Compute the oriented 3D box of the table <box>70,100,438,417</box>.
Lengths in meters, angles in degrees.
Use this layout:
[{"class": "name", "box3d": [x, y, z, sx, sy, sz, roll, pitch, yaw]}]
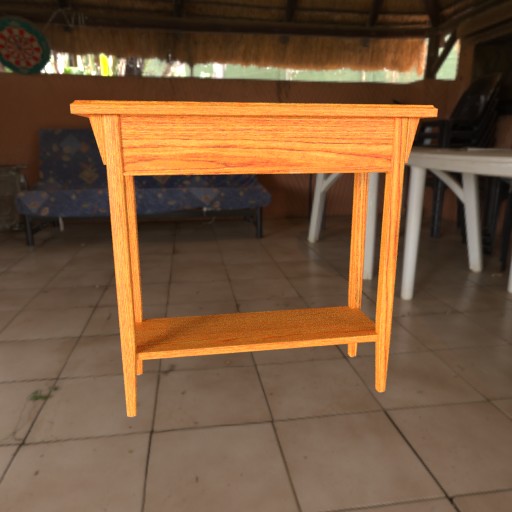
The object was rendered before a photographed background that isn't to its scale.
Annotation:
[{"class": "table", "box3d": [0.000, 0.000, 1.115, 0.762, 0.711, 0.254, -2, 15, -9]}]
